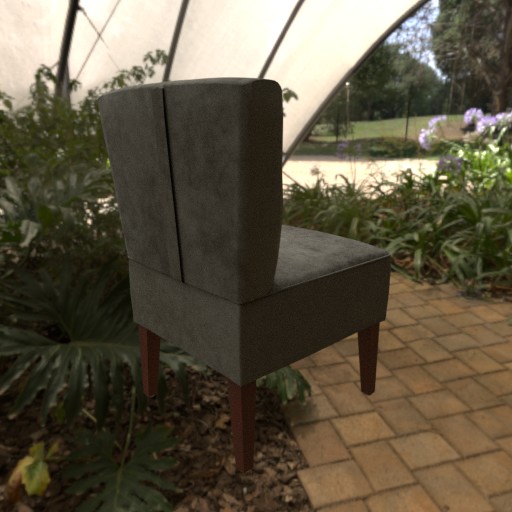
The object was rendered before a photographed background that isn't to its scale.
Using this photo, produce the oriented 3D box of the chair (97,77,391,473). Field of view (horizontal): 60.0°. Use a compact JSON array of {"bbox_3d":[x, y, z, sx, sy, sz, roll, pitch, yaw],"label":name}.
[{"bbox_3d":[0.000,0.000,1.135,0.554,0.806,0.521,-16,23,-42],"label":"chair"}]
